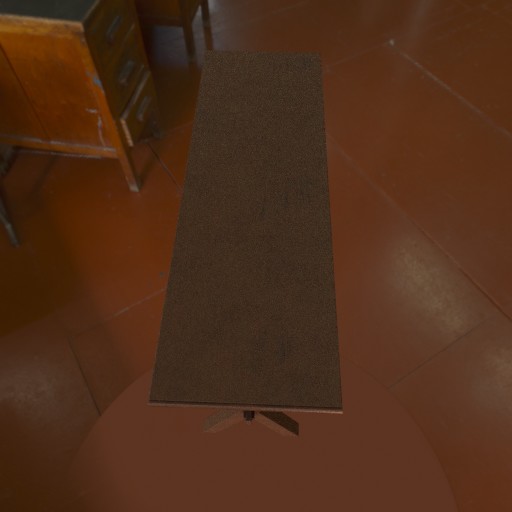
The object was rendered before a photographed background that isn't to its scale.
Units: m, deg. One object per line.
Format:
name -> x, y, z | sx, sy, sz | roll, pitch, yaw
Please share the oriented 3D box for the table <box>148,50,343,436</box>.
table -> 0.000, 0.000, 1.536 | 0.399, 0.763, 1.197 | 2, 58, 1
